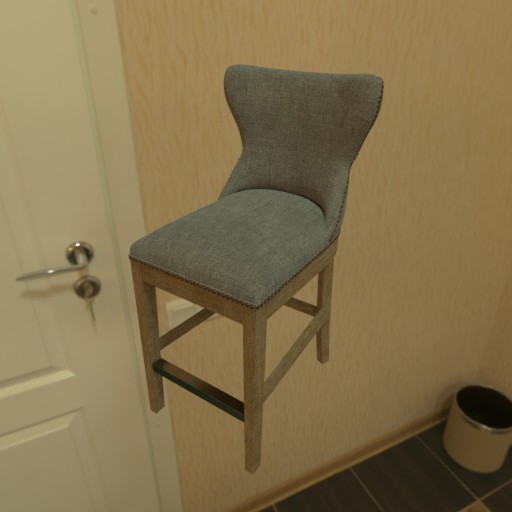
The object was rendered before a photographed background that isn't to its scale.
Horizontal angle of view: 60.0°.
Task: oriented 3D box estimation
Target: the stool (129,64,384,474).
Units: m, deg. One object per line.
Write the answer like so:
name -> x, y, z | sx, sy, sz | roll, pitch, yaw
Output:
stool -> 0.000, 0.000, 1.301 | 0.498, 0.981, 0.608 | 18, 34, 30
